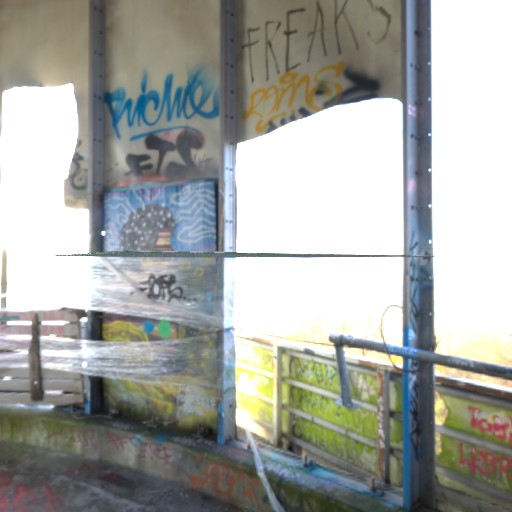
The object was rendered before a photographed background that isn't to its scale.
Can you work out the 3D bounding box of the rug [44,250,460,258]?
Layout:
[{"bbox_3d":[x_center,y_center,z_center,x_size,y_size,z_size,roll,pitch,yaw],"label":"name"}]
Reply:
[{"bbox_3d":[0.000,0.000,2.335,1.826,0.006,1.220,1,-1,-36],"label":"rug"}]
